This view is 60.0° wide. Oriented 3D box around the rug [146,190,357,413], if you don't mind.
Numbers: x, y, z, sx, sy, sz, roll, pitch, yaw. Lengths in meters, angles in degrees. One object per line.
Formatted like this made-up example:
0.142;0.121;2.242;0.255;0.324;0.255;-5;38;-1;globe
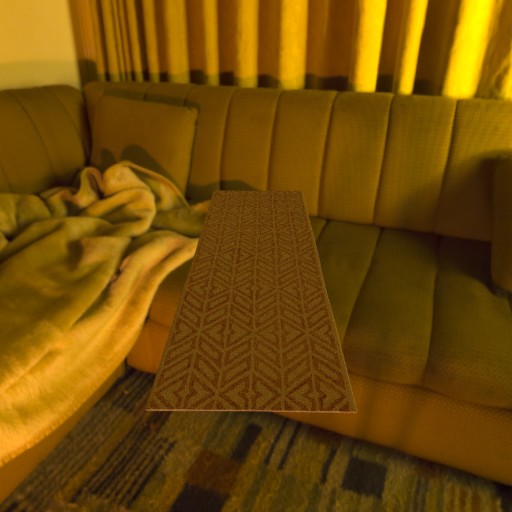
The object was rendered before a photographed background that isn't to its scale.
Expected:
0.000;0.000;2.651;0.750;0.009;2.435;0;27;1;rug
